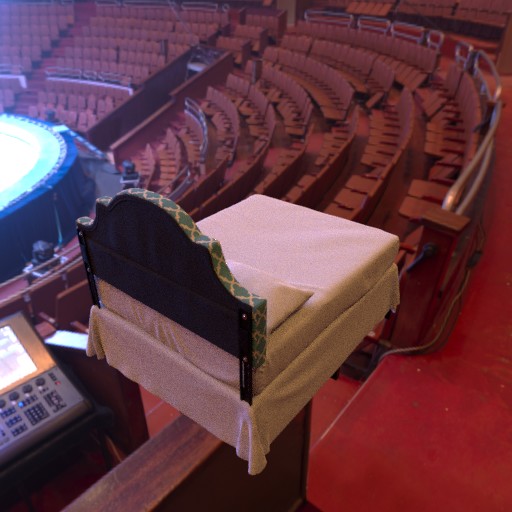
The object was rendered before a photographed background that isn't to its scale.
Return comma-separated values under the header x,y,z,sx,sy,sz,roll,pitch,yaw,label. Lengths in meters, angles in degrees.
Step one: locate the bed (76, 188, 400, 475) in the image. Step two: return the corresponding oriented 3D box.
x,y,z,sx,sy,sz,roll,pitch,yaw,label
0.000,0.000,3.440,1.780,1.633,2.222,22,36,33,bed
